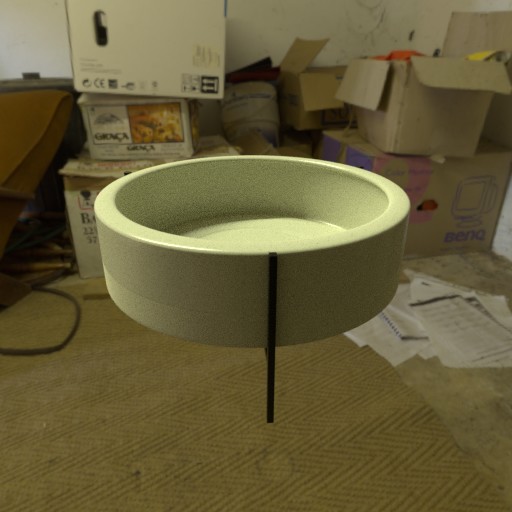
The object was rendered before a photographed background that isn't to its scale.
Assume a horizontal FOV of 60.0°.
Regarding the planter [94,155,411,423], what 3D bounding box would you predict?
[{"bbox_3d":[0.000,0.000,0.530,0.345,0.171,0.336,-17,30,-32],"label":"planter"}]
